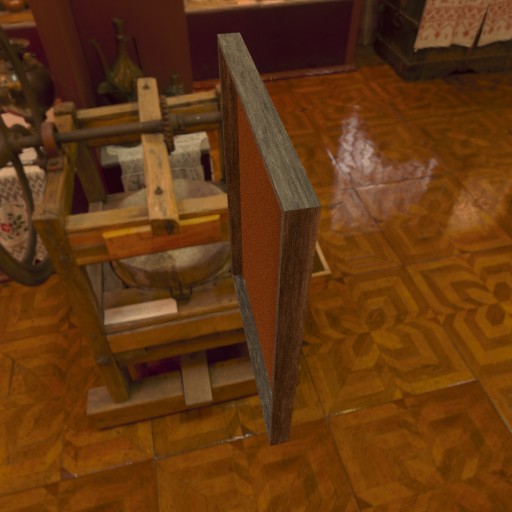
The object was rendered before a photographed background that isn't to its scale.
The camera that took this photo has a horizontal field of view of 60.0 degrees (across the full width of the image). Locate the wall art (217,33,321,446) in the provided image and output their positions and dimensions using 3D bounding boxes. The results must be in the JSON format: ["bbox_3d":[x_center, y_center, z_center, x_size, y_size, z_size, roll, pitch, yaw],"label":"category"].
[{"bbox_3d":[0.000,0.000,1.348,0.063,1.016,0.762,-9,47,-8],"label":"wall art"}]
